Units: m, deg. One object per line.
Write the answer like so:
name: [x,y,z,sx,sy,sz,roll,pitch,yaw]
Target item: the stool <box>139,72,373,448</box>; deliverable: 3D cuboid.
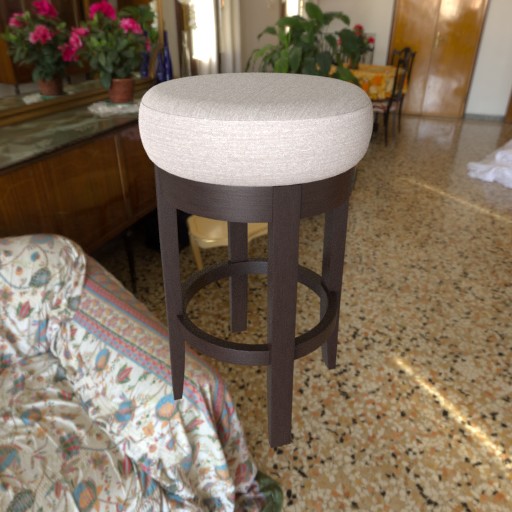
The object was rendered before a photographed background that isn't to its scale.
stool: [0.000,0.000,1.009,0.443,0.757,0.443,0,29,0]
